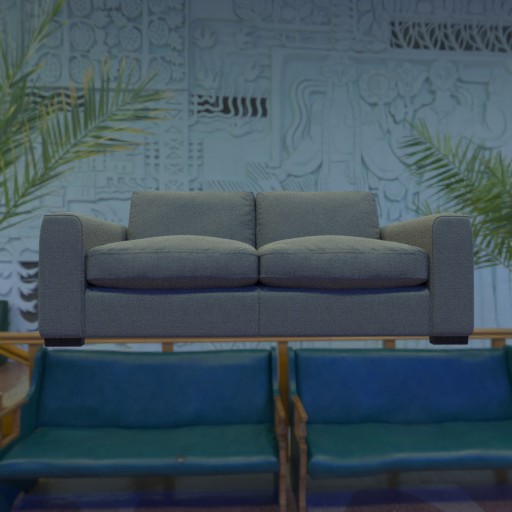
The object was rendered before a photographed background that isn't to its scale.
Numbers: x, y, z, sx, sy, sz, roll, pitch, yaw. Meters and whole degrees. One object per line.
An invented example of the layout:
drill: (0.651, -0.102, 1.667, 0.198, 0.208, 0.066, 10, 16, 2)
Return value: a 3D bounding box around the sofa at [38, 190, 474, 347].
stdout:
sofa: (0.000, 0.000, 2.432, 1.920, 0.800, 1.069, 0, 0, -2)
